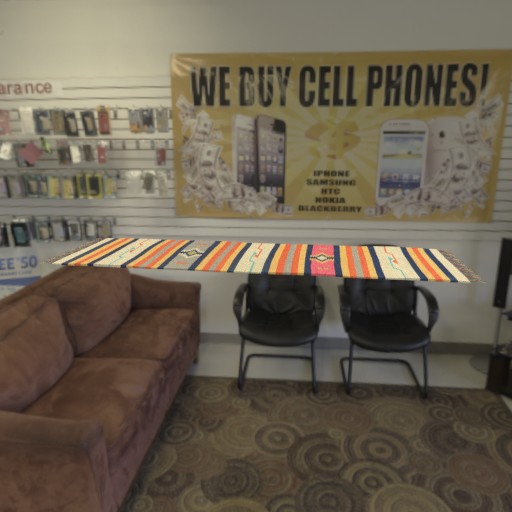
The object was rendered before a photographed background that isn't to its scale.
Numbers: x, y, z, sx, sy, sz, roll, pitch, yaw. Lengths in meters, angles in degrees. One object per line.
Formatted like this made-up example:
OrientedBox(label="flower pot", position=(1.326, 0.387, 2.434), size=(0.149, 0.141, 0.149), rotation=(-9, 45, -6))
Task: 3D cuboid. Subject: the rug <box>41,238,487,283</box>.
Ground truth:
OrientedBox(label="rug", position=(0.000, 0.000, 2.734), size=(2.455, 0.017, 0.695), rotation=(2, 15, 8))
